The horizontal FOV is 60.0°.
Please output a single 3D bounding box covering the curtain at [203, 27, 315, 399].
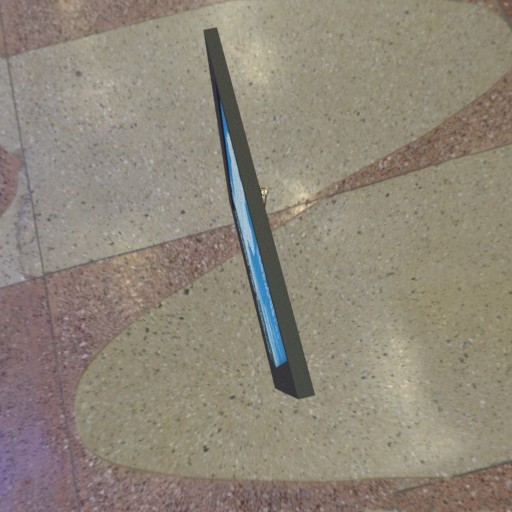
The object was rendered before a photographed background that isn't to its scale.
[{"bbox_3d":[0.000,0.000,0.811,0.027,0.585,0.483,-13,75,-4],"label":"curtain"}]
